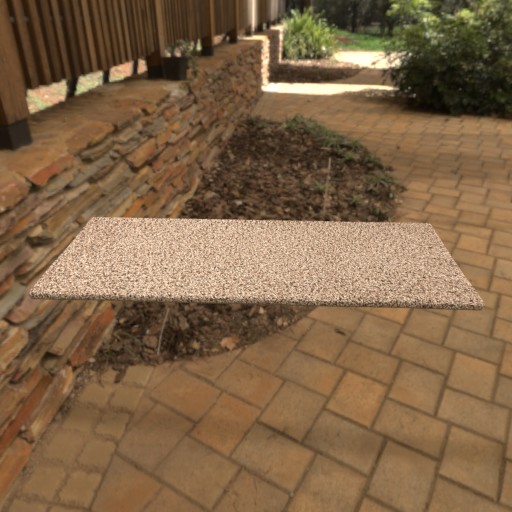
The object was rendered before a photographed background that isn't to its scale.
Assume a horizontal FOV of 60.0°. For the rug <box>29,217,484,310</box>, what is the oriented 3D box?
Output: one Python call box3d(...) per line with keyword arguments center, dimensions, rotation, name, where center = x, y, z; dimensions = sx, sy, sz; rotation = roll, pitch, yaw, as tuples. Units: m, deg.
box3d(center=(0.000, 0.000, 1.736), dimensions=(1.524, 0.030, 0.609), rotation=(1, 30, 2), name="rug")
